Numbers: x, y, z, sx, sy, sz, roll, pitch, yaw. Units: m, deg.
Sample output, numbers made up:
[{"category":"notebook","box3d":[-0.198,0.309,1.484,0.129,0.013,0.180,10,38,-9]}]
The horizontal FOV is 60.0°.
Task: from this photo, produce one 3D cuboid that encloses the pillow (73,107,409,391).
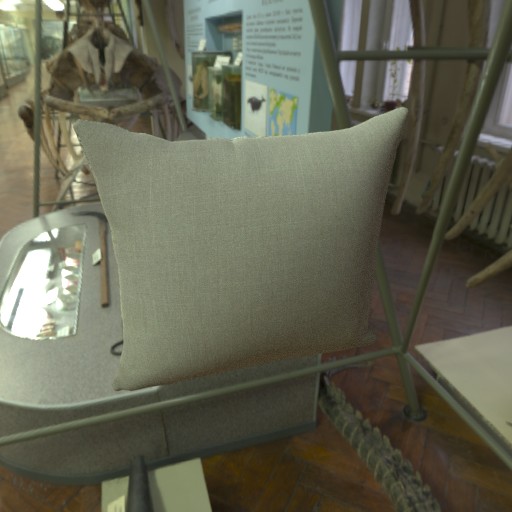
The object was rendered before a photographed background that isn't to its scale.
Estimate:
[{"category":"pillow","box3d":[0.000,0.000,0.782,0.546,0.487,0.180,-8,26,-16]}]
